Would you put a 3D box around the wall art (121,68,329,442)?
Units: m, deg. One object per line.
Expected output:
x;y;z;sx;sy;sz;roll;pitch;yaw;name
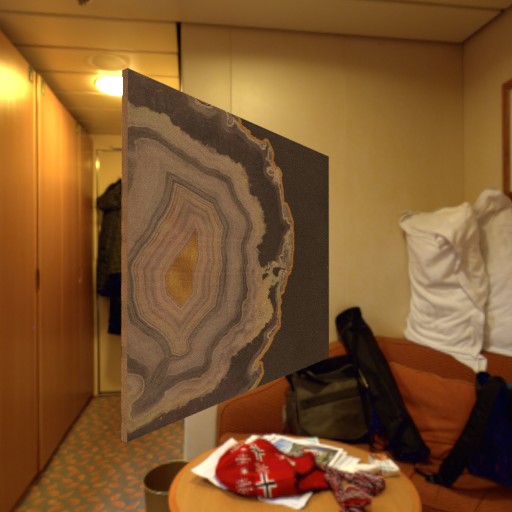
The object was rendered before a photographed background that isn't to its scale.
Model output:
0.000;0.000;0.694;0.010;0.408;0.508;0;-1;35;wall art
